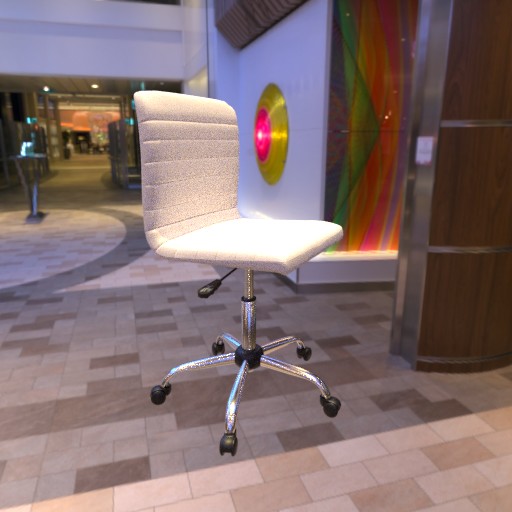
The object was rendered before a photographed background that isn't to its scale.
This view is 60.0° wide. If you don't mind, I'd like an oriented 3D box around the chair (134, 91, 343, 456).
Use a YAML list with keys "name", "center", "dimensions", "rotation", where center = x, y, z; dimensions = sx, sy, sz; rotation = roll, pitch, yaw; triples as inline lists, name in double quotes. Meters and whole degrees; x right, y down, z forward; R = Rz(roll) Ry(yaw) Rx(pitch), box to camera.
- name: "chair"
  center: [0.000, 0.000, 1.078]
  dimensions: [0.455, 0.750, 0.520]
  rotation: [7, 16, 26]
